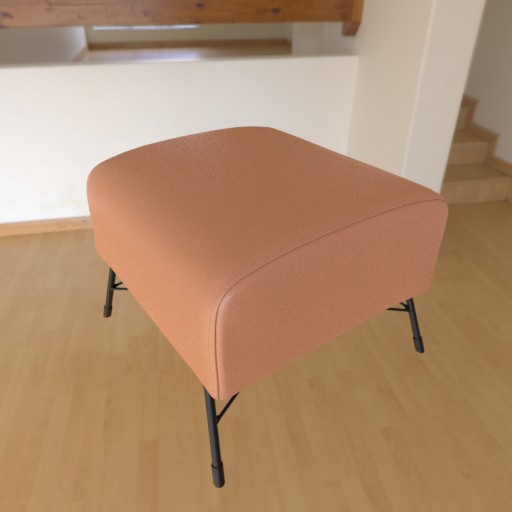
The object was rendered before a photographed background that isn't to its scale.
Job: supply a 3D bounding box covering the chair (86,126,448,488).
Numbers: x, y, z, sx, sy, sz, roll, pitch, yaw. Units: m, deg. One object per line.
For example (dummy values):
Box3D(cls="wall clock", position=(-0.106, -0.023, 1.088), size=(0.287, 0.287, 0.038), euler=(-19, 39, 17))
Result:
Box3D(cls="chair", position=(0.000, 0.000, 0.905), size=(0.530, 0.410, 0.530), euler=(-21, 38, -30))
